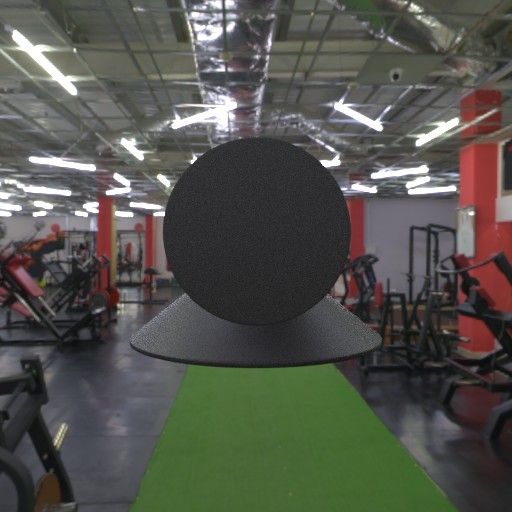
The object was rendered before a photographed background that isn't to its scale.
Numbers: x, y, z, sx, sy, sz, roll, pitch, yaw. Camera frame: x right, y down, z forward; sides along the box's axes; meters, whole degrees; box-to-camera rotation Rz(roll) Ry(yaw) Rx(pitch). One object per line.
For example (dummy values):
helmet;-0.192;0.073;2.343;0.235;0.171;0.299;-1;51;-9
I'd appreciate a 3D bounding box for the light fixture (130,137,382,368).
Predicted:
light fixture;0.000;0.000;0.704;0.396;0.265;0.434;0;0;0
